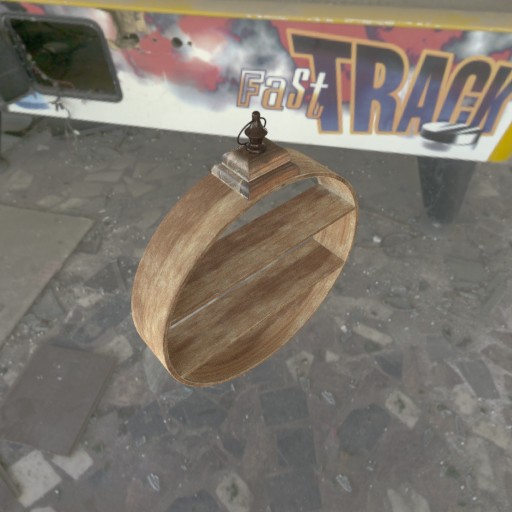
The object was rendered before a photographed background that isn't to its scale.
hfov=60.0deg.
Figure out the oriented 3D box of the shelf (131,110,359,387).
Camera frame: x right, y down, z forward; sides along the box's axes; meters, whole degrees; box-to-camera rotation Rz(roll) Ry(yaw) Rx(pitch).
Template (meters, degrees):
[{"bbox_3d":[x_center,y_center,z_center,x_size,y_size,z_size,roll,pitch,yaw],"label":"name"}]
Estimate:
[{"bbox_3d":[0.000,0.000,1.036,0.601,0.725,0.125,-32,53,-27],"label":"shelf"}]
